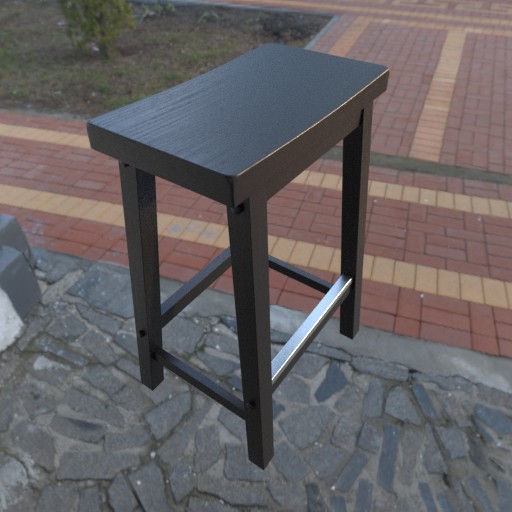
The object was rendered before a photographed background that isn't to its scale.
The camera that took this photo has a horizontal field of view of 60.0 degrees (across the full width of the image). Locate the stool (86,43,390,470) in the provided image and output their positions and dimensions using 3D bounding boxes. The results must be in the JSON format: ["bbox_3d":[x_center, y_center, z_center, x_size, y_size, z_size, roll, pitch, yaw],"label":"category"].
[{"bbox_3d":[0.000,0.000,0.816,0.322,0.610,0.406,25,47,26],"label":"stool"}]
